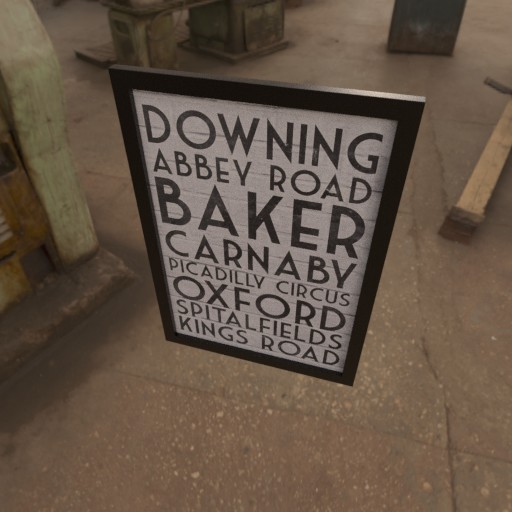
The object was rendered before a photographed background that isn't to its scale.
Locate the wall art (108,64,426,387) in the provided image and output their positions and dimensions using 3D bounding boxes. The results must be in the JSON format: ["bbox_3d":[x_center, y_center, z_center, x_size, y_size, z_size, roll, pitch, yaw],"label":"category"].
[{"bbox_3d":[0.000,0.000,0.843,0.462,0.656,0.019,11,42,12],"label":"wall art"}]
